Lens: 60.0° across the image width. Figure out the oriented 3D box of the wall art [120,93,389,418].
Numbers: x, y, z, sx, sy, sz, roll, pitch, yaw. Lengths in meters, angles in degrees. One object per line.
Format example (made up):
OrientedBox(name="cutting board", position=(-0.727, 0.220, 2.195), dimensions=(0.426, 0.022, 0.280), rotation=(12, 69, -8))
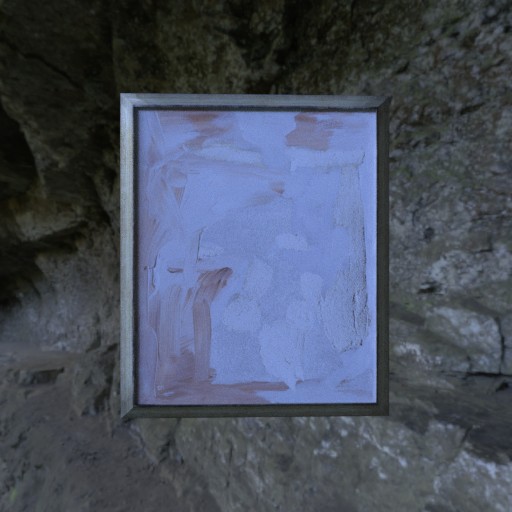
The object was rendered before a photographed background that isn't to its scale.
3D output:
OrientedBox(name="wall art", position=(0.000, 0.000, 0.621), dimensions=(0.381, 0.457, 0.023), rotation=(0, 0, -1))
